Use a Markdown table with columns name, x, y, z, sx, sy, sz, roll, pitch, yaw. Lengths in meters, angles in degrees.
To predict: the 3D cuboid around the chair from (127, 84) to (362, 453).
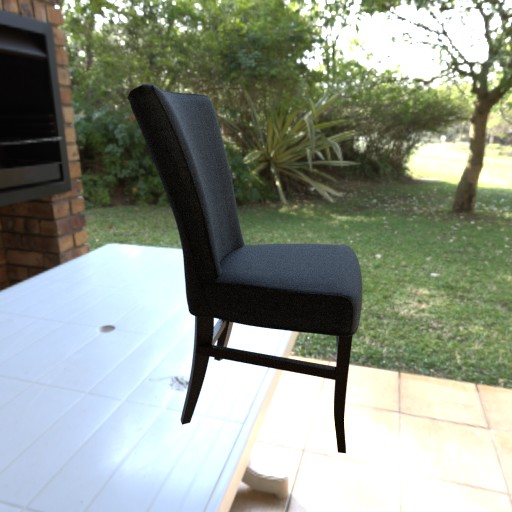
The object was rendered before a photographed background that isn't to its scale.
| name | x | y | z | sx | sy | sz | roll | pitch | yaw |
| --- | --- | --- | --- | --- | --- | --- | --- | --- | --- |
| chair | 0.000 | 0.000 | 1.400 | 0.660 | 0.991 | 0.520 | 3 | 17 | 10 |
